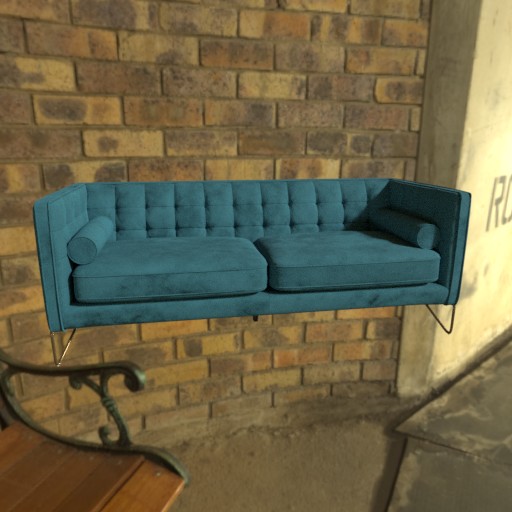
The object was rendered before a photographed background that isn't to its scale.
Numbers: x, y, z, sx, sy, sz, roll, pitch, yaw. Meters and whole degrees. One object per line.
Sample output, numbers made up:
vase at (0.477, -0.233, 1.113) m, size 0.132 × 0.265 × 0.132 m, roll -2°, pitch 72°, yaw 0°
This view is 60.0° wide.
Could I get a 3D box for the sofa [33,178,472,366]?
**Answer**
sofa at (0.000, 0.000, 2.526) m, size 2.087 × 0.789 × 0.867 m, roll -3°, pitch 15°, yaw -10°
